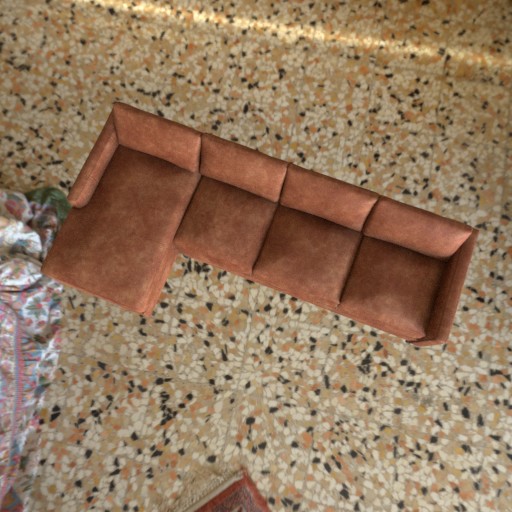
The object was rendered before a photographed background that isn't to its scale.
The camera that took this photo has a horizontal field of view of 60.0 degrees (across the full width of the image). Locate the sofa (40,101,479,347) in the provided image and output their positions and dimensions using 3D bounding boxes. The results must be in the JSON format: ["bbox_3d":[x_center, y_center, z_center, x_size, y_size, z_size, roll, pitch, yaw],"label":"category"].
[{"bbox_3d":[0.000,0.000,3.447,2.993,0.859,1.471,21,76,5],"label":"sofa"}]
